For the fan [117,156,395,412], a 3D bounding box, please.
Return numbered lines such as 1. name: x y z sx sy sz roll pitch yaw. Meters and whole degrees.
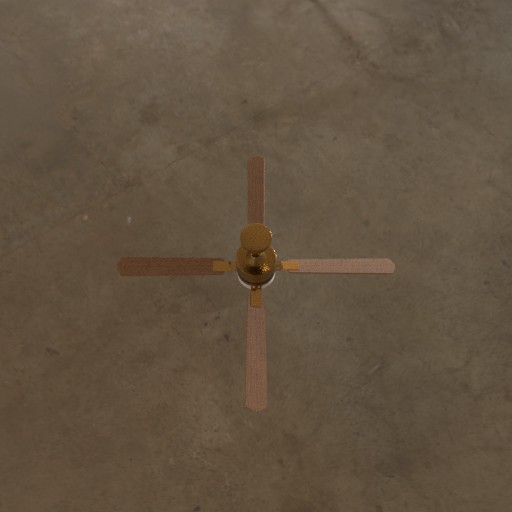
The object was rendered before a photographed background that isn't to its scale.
1. fan: 0.000 0.000 2.012 1.320 0.355 1.320 0 63 0
